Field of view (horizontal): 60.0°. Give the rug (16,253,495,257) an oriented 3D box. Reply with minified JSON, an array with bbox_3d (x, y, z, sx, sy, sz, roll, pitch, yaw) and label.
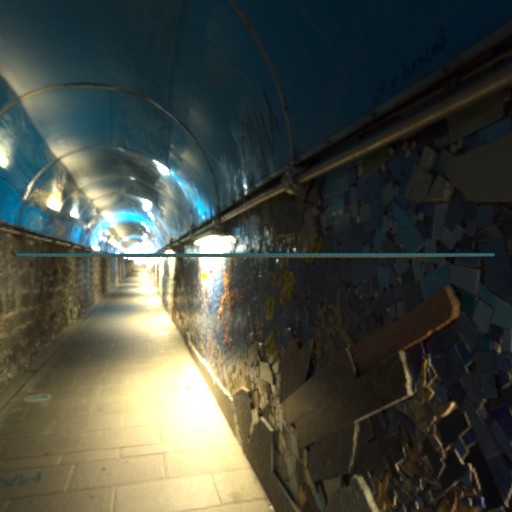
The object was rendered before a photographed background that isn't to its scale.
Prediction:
[{"bbox_3d":[0.000,0.000,2.844,2.213,0.013,1.594,0,0,1],"label":"rug"}]
